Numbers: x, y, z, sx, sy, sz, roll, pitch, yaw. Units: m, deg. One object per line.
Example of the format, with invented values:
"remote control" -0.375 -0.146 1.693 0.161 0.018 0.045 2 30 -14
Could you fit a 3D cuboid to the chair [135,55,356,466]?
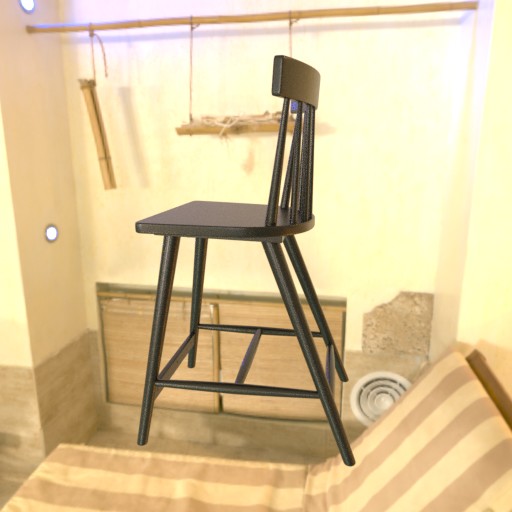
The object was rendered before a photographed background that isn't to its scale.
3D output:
"chair" 0.000 0.000 1.243 0.572 0.952 0.483 2 13 9
